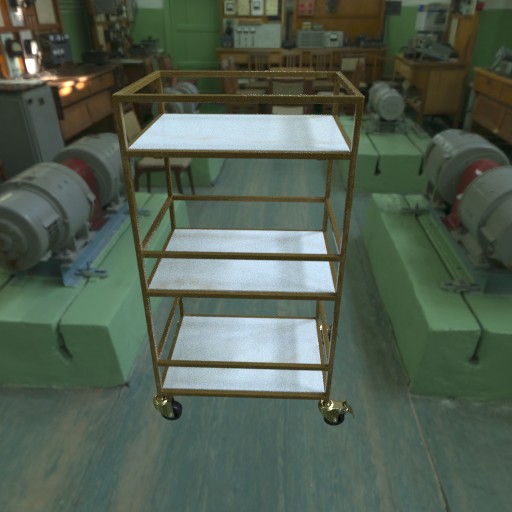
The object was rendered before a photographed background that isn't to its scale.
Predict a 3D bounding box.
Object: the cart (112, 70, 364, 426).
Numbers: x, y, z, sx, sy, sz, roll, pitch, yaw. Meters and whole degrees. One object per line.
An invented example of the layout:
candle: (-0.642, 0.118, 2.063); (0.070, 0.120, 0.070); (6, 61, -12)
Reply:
cart: (0.000, 0.000, 1.028); (0.483, 0.761, 0.332); (1, 30, 2)
